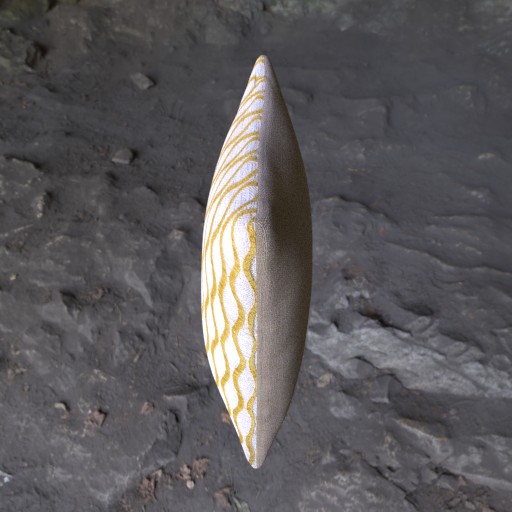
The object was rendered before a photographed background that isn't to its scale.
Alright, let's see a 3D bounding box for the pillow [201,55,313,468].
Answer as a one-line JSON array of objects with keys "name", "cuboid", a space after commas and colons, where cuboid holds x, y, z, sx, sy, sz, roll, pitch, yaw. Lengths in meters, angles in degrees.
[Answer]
[{"name": "pillow", "cuboid": [0.000, 0.000, 0.647, 0.159, 0.436, 0.429, 0, 42, 0]}]
